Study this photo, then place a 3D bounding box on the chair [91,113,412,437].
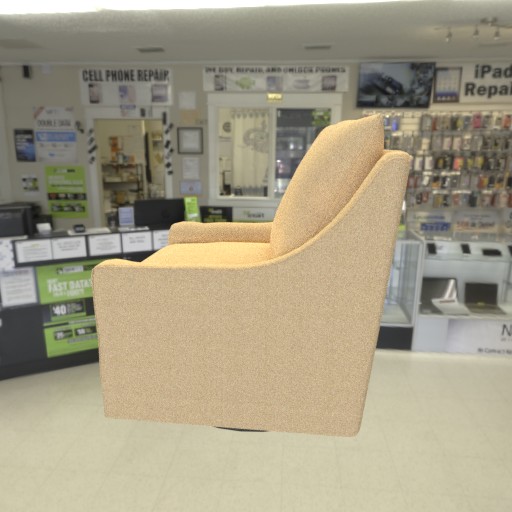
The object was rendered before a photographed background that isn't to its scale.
[{"bbox_3d":[0.000,0.000,1.569,0.876,0.927,0.760,2,14,7],"label":"chair"}]
